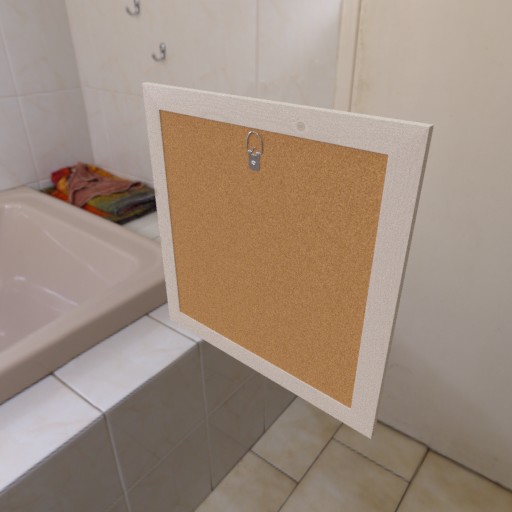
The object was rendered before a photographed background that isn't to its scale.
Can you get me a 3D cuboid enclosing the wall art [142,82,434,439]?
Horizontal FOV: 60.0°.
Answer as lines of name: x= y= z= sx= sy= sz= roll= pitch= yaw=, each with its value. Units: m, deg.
wall art: x=0.000 y=0.000 z=0.853 sx=0.572 sy=0.577 sz=0.015 roll=22 pitch=36 yaw=34
